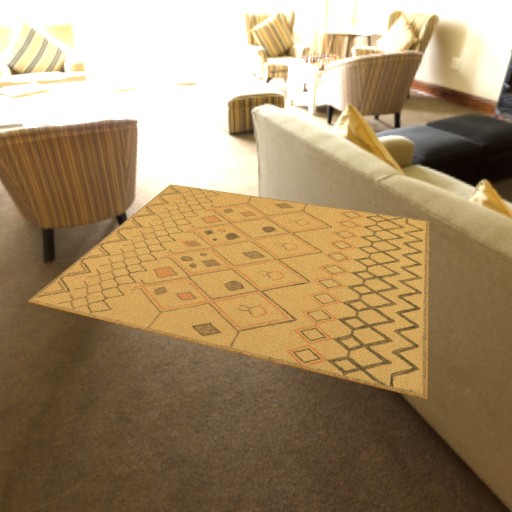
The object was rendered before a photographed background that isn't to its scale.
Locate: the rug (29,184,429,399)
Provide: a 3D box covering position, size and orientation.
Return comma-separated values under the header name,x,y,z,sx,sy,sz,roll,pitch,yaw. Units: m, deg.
name,x,y,z,sx,sy,sz,roll,pitch,yaw
rug,0.000,0.000,4.126,3.050,0.016,2.441,10,34,15
